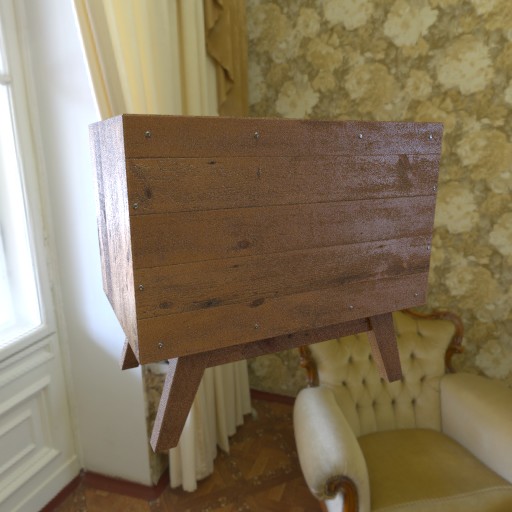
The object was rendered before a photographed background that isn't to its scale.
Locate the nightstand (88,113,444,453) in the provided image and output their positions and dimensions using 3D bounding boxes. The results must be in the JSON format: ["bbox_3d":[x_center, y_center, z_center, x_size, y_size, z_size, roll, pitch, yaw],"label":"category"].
[{"bbox_3d":[0.000,0.000,1.047,0.650,0.599,0.450,-7,16,-25],"label":"nightstand"}]
